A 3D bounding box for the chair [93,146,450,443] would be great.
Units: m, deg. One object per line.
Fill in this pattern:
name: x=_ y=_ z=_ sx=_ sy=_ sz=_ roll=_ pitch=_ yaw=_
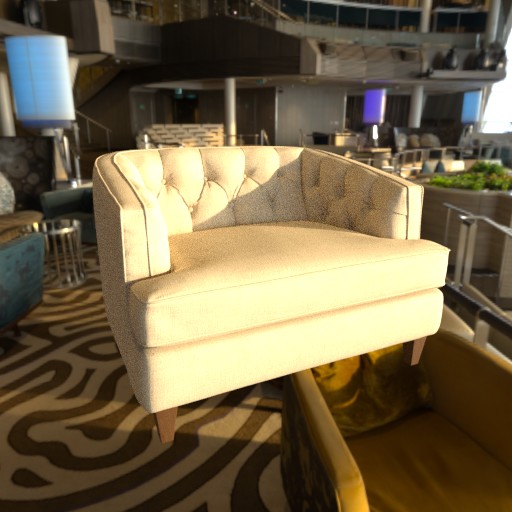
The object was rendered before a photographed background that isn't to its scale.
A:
chair: x=0.000 y=0.000 z=1.707 sx=1.118 sy=0.787 sz=0.914 roll=-8 pitch=18 yaw=-25
